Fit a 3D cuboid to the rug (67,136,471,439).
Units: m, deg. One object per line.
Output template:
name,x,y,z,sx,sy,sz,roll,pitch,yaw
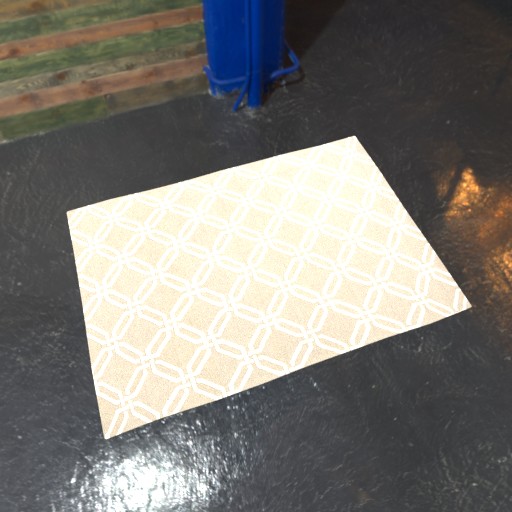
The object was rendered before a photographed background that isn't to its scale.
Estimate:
rug,0.000,0.000,2.751,2.135,0.013,1.524,-17,59,-11
